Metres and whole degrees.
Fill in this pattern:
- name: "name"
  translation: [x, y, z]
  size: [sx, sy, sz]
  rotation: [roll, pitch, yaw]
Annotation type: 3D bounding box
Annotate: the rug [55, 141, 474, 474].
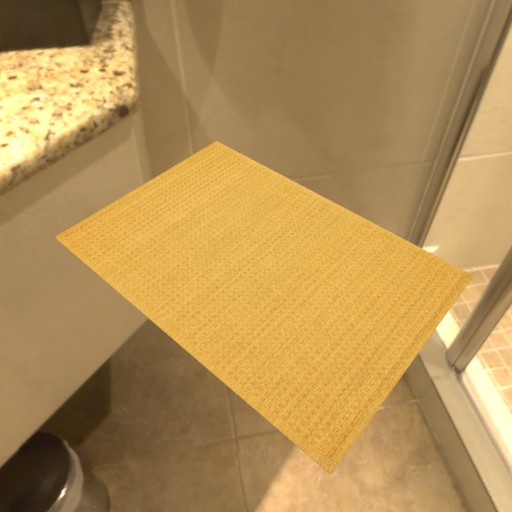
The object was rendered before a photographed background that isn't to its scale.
- name: "rug"
  translation: [0.000, 0.000, 3.689]
  size: [2.895, 0.006, 1.981]
  rotation: [33, 55, 27]
